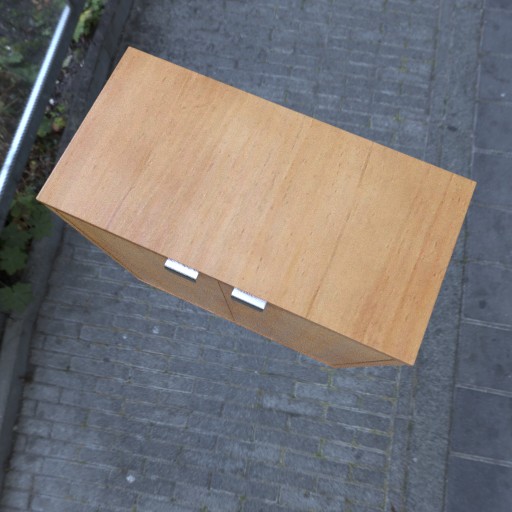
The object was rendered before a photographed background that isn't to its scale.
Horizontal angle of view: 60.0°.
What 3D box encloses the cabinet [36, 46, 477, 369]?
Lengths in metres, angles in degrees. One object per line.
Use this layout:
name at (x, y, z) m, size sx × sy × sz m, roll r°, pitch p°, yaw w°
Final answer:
cabinet at (0.000, 0.000, 1.378) m, size 0.800 × 1.001 × 0.419 m, roll 23°, pitch 77°, yaw 6°
